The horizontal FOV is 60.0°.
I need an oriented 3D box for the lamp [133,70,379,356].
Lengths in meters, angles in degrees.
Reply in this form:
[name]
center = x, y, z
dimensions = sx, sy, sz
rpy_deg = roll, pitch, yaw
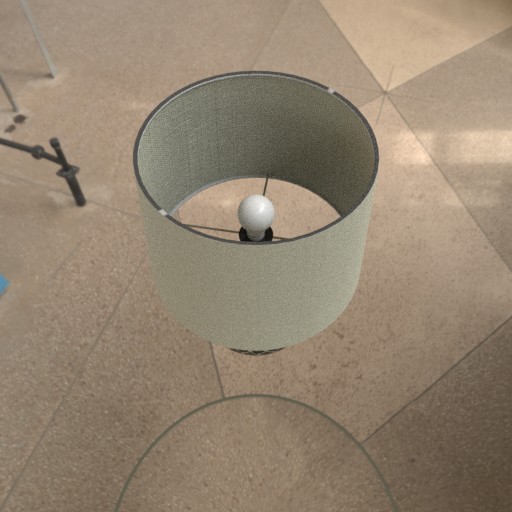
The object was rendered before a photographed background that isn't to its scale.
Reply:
[lamp]
center = 0.000, 0.000, 0.814
dimensions = 0.376, 0.540, 0.376
rpy_deg = 0, 57, 0
